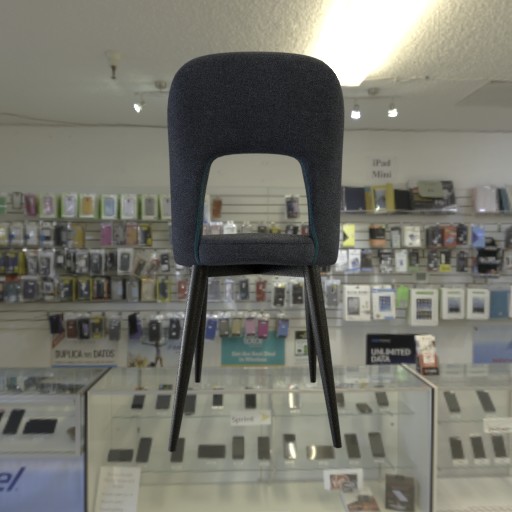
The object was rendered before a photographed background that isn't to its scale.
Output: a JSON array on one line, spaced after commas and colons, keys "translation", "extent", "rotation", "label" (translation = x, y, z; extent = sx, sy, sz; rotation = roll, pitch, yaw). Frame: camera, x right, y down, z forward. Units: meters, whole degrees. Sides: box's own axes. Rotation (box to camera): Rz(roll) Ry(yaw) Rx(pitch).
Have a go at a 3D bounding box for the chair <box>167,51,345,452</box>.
[{"translation": [0.000, 0.000, 1.288], "extent": [0.470, 0.931, 0.612], "rotation": [0, 1, 0], "label": "chair"}]
